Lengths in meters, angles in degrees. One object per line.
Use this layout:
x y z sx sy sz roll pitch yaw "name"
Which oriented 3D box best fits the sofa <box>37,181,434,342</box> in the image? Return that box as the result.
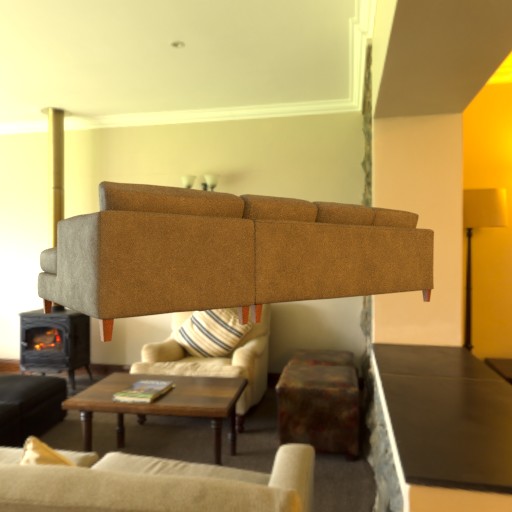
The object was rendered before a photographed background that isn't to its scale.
0.000 0.000 4.132 3.471 0.950 1.604 0 1 -38 "sofa"
